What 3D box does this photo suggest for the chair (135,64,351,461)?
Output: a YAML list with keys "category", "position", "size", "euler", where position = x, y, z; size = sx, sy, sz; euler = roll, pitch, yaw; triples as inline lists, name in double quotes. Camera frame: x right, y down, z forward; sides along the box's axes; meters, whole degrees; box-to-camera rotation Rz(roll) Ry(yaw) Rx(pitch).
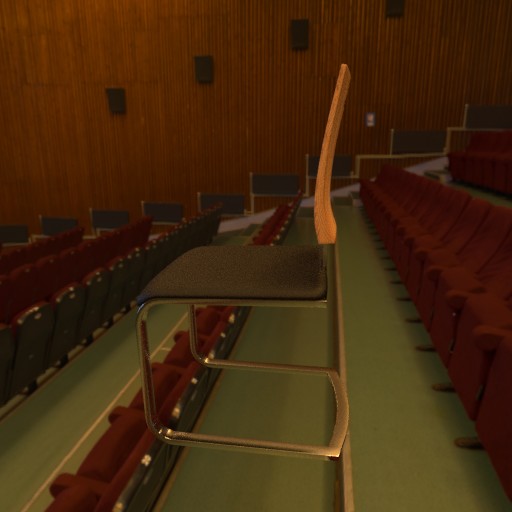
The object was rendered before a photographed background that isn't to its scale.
- category: "chair"
  position: [0.000, 0.000, 1.243]
  size: [0.560, 0.936, 0.462]
  euler: [2, 15, 8]
